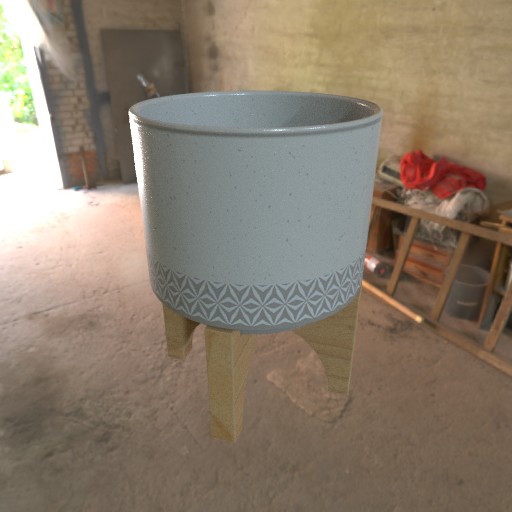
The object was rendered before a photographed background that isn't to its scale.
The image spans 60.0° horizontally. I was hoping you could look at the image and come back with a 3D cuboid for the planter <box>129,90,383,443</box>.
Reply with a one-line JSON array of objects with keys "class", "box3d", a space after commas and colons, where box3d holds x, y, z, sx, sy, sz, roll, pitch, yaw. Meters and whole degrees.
[{"class": "planter", "box3d": [0.000, 0.000, 0.273, 0.130, 0.178, 0.130, 0, 27, 0]}]
